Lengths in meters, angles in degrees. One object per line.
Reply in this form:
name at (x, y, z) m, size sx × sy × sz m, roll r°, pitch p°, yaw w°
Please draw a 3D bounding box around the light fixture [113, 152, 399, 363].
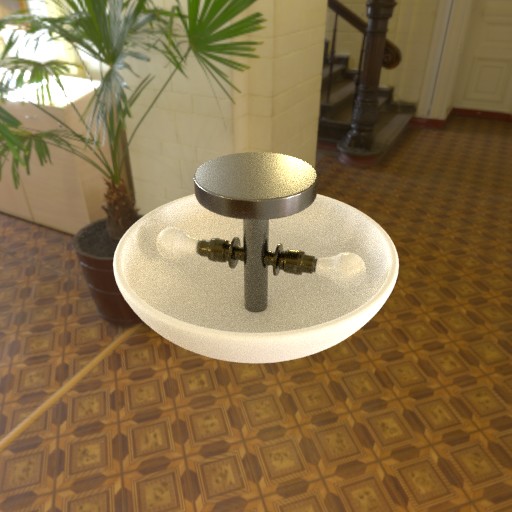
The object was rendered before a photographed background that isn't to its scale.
light fixture at (0.000, 0.000, 0.539) m, size 0.330 × 0.214 × 0.330 m, roll 0°, pitch 33°, yaw 0°
